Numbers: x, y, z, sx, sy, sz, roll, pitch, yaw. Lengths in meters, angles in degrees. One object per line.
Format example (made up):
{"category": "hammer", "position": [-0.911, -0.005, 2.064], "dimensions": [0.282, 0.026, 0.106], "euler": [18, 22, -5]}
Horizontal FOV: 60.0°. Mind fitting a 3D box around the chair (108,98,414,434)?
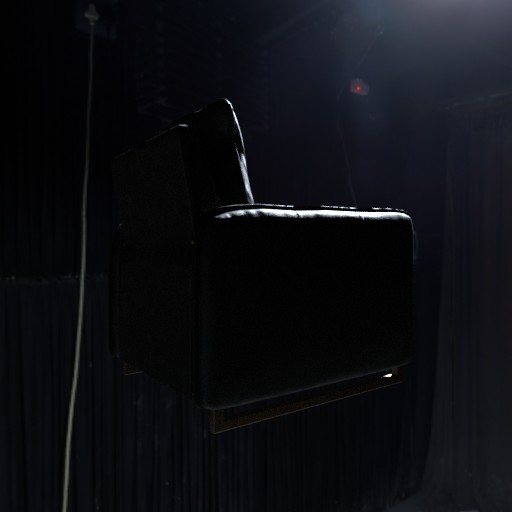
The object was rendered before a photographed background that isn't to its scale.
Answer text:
{"category": "chair", "position": [0.000, 0.000, 1.671], "dimensions": [0.921, 0.921, 0.830], "euler": [0, 1, -36]}
